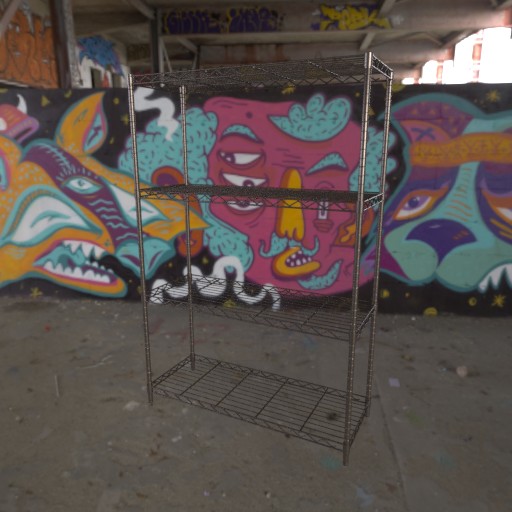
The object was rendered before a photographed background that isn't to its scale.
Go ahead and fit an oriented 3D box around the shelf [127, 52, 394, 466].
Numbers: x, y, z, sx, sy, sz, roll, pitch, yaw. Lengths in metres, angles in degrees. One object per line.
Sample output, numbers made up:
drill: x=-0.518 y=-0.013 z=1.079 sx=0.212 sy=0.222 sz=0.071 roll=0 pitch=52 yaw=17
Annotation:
shelf: x=0.000 y=0.000 z=1.755 sx=0.907 sy=1.361 sz=0.352 roll=7 pitch=15 yaw=26
